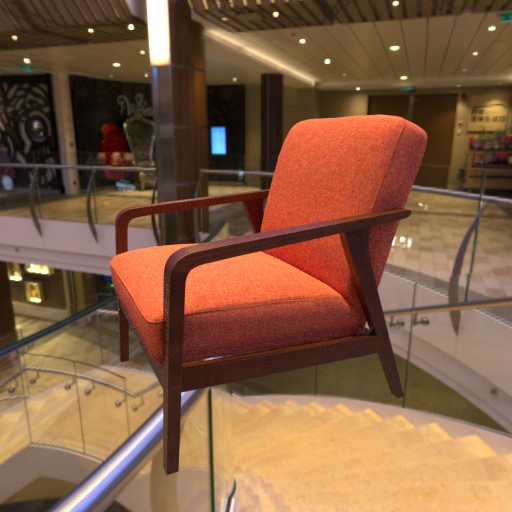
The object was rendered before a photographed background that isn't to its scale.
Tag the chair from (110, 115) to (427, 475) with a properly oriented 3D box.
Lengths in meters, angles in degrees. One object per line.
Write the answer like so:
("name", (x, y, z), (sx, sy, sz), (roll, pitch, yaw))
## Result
("chair", (0.000, 0.000, 1.465), (0.860, 0.890, 0.719), (-7, 17, -25))
